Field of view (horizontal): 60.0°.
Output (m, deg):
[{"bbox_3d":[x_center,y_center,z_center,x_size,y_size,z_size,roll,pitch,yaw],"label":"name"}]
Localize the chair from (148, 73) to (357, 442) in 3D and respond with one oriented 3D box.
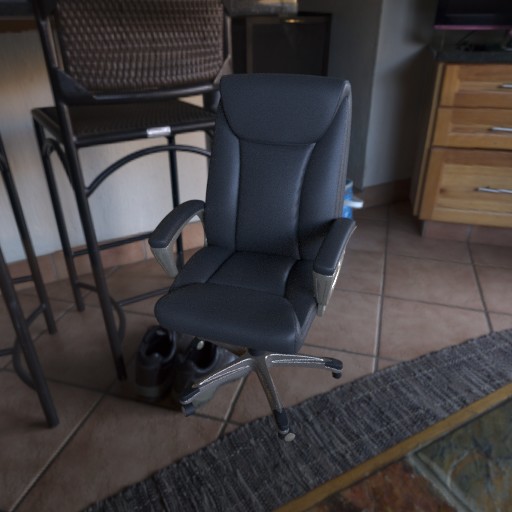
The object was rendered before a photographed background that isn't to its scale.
[{"bbox_3d":[0.000,0.000,1.619,0.694,1.188,0.748,9,29,16],"label":"chair"}]
